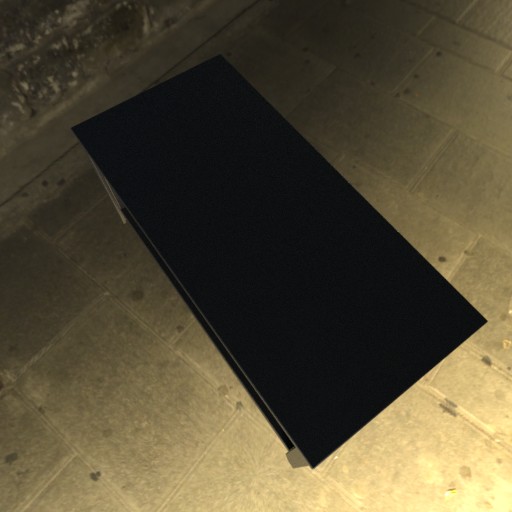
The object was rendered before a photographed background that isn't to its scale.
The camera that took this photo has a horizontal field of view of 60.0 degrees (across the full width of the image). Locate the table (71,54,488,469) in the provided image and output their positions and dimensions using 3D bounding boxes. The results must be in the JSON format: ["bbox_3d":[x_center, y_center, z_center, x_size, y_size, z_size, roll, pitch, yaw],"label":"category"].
[{"bbox_3d":[0.000,0.000,1.266,0.483,0.457,1.016,-33,68,-15],"label":"table"}]
